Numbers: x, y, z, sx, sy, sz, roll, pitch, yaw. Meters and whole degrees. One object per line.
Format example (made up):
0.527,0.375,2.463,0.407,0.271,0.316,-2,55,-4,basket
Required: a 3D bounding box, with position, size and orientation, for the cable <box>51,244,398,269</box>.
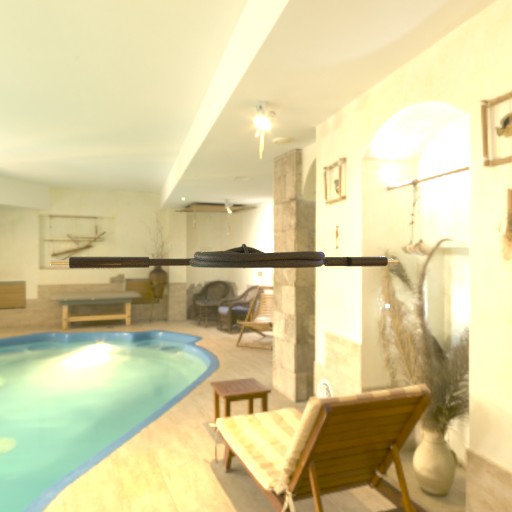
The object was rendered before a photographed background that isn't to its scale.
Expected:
0.000,0.000,0.232,0.203,0.014,0.070,0,0,-17,cable
